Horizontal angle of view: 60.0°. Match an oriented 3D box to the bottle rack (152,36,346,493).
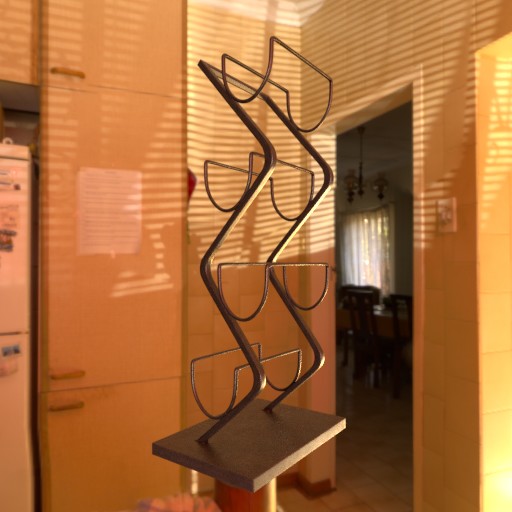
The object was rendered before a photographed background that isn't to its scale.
[{"bbox_3d":[0.000,0.000,0.676,0.178,0.559,0.254,-1,-1,36],"label":"bottle rack"}]
